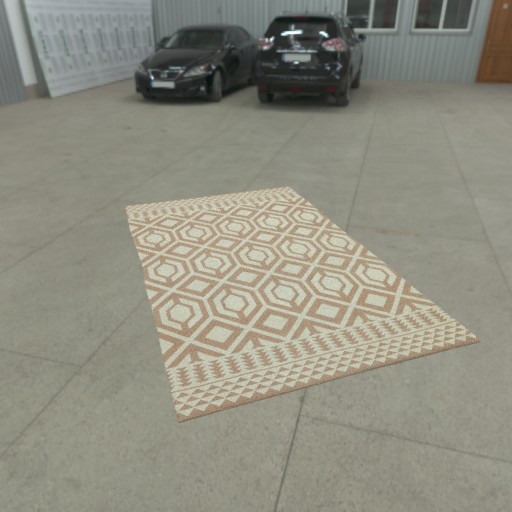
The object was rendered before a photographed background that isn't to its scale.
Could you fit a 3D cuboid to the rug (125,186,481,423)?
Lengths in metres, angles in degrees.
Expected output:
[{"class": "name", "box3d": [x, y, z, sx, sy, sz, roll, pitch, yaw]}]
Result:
[{"class": "rug", "box3d": [0.000, 0.000, 2.993, 1.526, 0.011, 2.435, -9, 30, -17]}]
